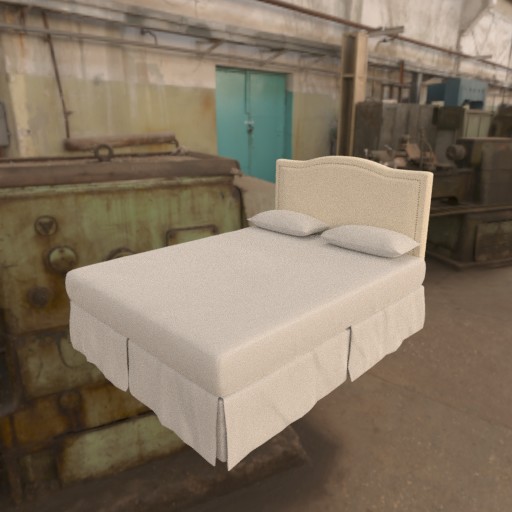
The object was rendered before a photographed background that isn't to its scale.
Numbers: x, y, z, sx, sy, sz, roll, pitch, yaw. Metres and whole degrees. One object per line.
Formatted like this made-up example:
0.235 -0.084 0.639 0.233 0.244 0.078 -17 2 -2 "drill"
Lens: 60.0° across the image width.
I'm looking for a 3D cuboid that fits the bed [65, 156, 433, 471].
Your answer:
0.000 0.000 3.586 2.477 1.437 1.977 -17 24 -42 "bed"
